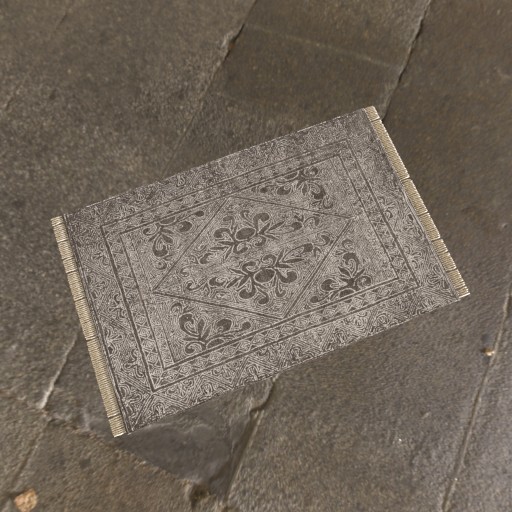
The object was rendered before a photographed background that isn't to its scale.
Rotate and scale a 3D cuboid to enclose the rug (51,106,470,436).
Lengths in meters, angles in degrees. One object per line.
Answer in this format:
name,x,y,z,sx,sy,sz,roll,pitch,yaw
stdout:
rug,0.000,0.000,2.979,2.440,0.010,1.529,-21,77,-5
